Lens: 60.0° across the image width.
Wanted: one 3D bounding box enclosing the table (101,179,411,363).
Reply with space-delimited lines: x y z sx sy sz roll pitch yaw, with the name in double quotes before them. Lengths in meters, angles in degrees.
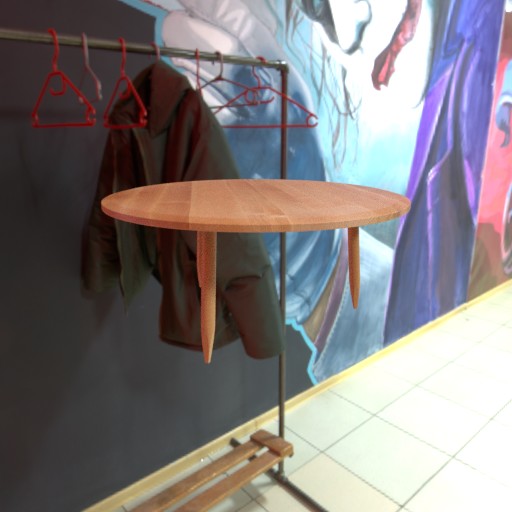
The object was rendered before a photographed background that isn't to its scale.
"table" 0.000 0.000 1.411 0.900 0.400 0.900 0 16 0
